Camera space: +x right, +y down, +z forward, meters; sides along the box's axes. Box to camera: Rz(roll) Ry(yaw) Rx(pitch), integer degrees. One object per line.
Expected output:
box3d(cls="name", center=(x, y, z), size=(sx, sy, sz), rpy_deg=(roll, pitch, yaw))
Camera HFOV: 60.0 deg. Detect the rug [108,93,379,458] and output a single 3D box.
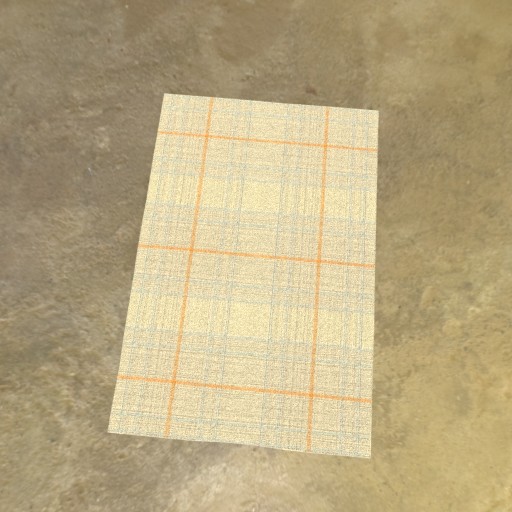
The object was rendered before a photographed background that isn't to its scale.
box3d(cls="rug", center=(0.000, 0.000, 2.290), size=(1.232, 0.015, 1.825), rpy_deg=(5, 75, 1))
